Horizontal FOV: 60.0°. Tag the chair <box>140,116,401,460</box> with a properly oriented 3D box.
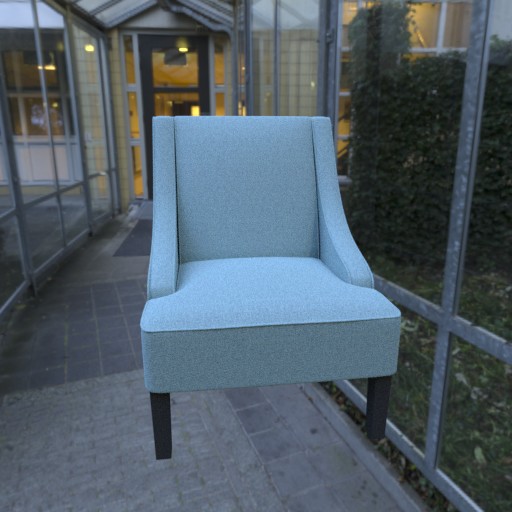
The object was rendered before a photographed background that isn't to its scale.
[{"bbox_3d":[0.000,0.000,1.843,0.857,1.133,1.025,-2,16,-7],"label":"chair"}]
